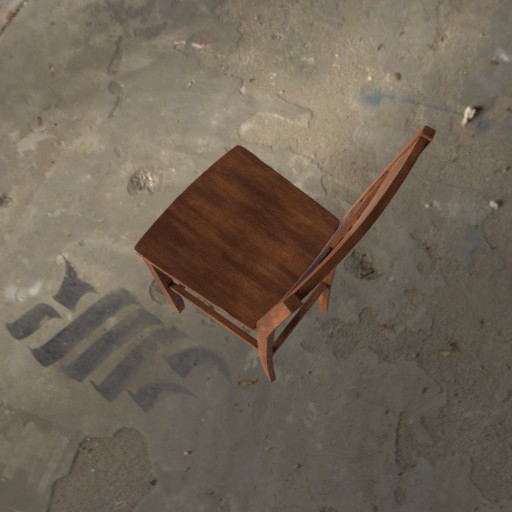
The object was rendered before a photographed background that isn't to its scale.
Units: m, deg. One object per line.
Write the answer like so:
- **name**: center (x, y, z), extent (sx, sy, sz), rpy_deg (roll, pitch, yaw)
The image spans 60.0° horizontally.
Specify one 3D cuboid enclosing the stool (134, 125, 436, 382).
- **stool**: center (0.000, 0.000, 1.323), extent (0.539, 1.079, 0.462), rpy_deg (36, 71, 15)
